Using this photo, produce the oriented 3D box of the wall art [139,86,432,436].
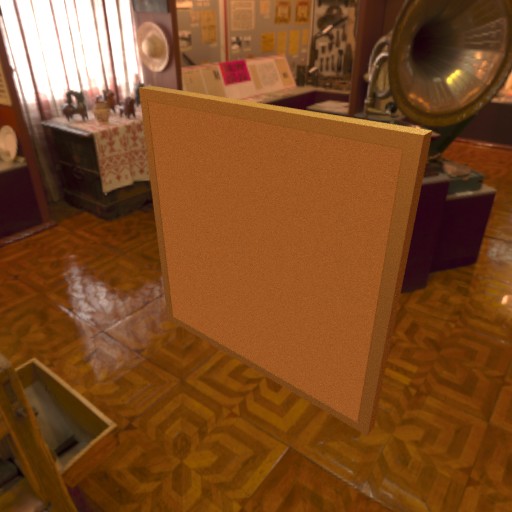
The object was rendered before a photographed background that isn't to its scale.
[{"bbox_3d":[0.000,0.000,2.929,1.926,1.926,0.099,22,36,33],"label":"wall art"}]
